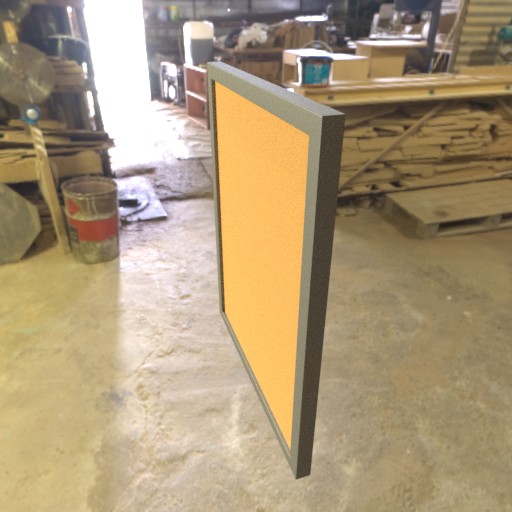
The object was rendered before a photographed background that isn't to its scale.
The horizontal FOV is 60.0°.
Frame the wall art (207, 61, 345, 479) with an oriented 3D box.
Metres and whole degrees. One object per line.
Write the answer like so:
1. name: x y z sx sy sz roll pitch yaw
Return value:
1. wall art: 0.000 0.000 0.749 0.029 0.558 0.458 -10 31 -17
